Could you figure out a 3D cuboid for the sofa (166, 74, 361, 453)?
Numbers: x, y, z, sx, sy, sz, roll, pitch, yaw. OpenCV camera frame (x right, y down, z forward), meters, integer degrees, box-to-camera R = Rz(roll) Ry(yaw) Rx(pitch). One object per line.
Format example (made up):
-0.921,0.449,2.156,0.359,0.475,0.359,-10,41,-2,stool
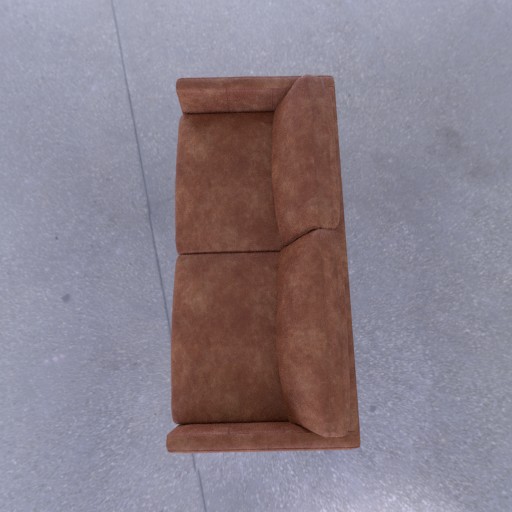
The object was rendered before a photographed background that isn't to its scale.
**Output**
0.000,0.000,2.478,0.923,0.863,1.971,-1,76,0,sofa
